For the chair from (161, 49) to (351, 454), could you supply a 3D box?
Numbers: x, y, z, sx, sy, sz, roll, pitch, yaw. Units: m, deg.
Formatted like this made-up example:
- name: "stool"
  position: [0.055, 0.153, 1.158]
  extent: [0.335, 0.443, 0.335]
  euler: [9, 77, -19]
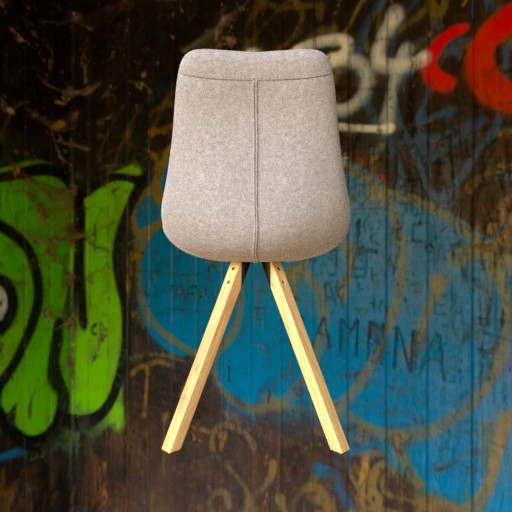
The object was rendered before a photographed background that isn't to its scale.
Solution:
- name: "chair"
  position: [0.000, 0.000, 1.182]
  extent: [0.483, 0.865, 0.550]
  euler: [0, 0, 0]
